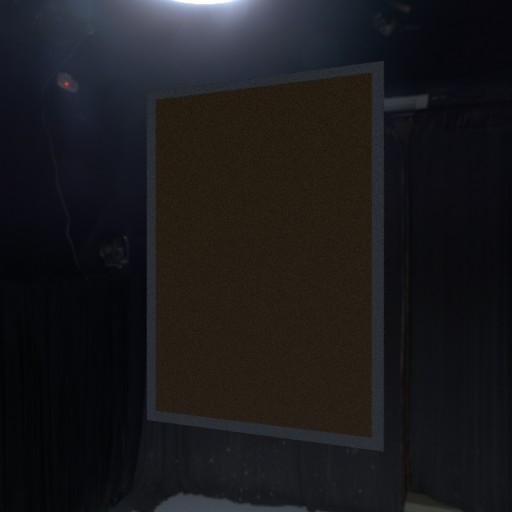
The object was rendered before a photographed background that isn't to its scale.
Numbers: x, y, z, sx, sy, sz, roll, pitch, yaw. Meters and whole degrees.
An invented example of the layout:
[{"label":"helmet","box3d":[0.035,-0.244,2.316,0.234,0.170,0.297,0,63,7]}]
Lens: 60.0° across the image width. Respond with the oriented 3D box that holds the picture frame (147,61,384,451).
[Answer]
[{"label":"picture frame","box3d":[0.000,0.000,0.824,0.457,0.657,0.013,0,0,18]}]
